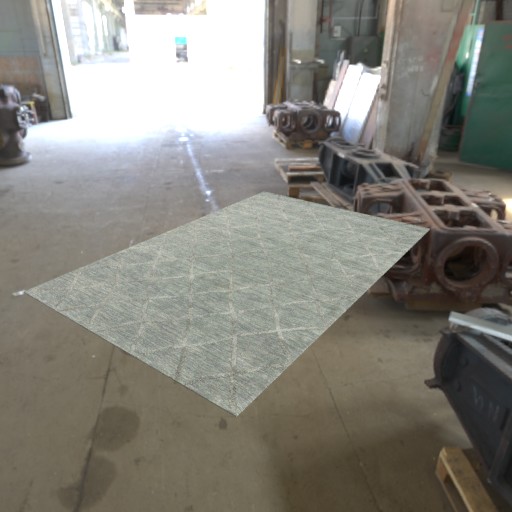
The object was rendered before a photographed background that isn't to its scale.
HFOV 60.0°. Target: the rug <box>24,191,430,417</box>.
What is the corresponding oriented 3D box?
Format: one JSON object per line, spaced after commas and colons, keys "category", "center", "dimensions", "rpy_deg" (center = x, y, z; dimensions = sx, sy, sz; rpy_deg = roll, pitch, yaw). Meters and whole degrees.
{"category": "rug", "center": [0.000, 0.000, 2.878], "dimensions": [1.521, 0.006, 2.283], "rpy_deg": [18, 31, 33]}
